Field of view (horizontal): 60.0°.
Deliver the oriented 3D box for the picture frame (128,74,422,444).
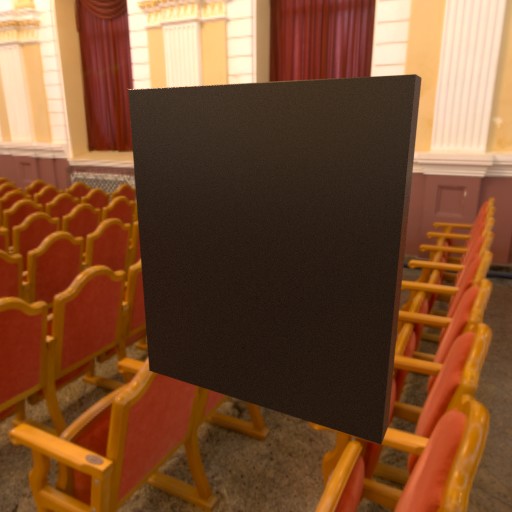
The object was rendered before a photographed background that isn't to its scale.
[{"bbox_3d":[0.000,0.000,0.521,0.328,0.378,0.034,8,18,27],"label":"picture frame"}]
